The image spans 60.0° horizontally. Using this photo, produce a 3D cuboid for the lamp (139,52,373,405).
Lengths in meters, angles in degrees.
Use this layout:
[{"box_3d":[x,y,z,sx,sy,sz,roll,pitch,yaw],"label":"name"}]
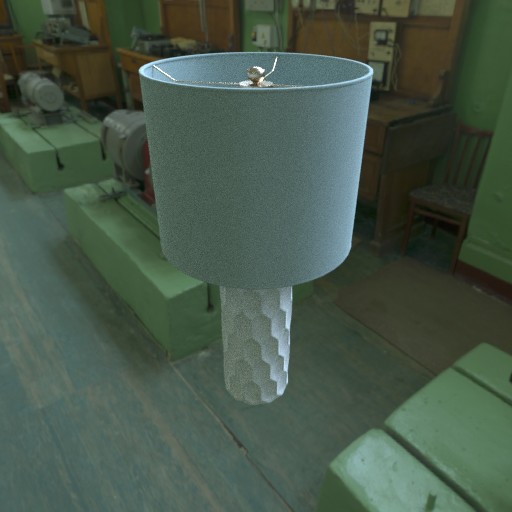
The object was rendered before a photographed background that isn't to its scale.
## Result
[{"box_3d":[0.000,0.000,0.673,0.277,0.534,0.277,-22,38,-32],"label":"lamp"}]
